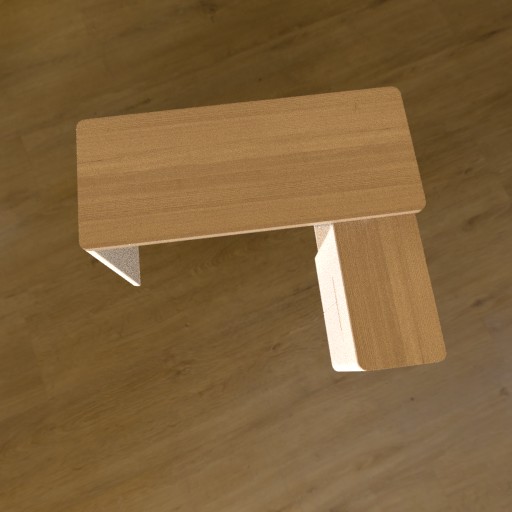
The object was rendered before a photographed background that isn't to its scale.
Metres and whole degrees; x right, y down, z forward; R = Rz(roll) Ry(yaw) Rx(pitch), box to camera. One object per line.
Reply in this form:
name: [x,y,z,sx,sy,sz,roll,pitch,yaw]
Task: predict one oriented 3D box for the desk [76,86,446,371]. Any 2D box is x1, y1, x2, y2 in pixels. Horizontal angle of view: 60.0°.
desk: [0.000,0.000,2.135,1.400,0.770,1.175,-7,75,-2]
